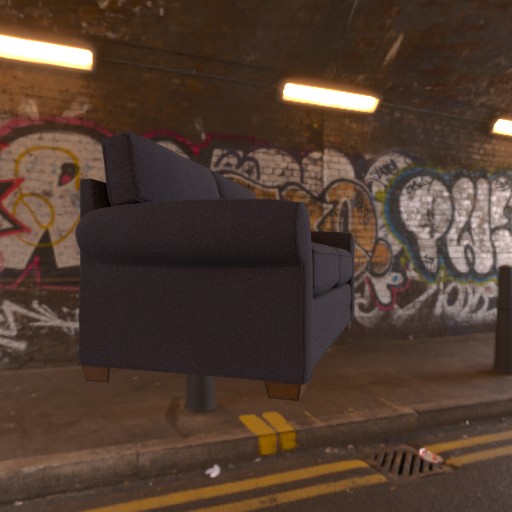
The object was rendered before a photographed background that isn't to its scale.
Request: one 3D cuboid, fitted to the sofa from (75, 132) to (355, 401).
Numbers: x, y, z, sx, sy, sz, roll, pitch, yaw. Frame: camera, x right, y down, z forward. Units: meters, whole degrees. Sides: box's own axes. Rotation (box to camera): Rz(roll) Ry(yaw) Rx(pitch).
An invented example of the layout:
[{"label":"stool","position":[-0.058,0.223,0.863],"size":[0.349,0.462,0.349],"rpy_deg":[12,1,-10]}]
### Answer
[{"label":"sofa","position":[0.000,0.000,2.507],"size":[0.951,1.031,2.009],"rpy_deg":[0,-1,18]}]
